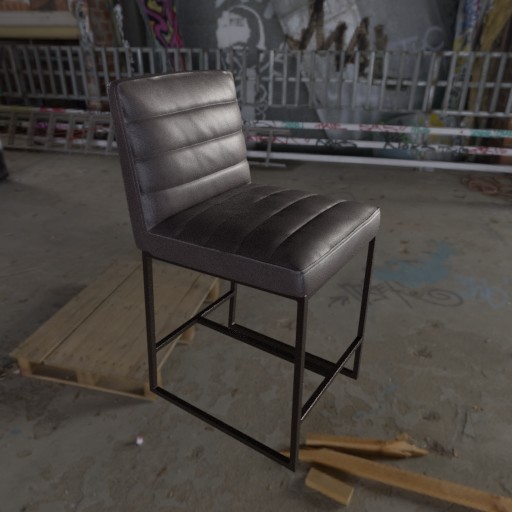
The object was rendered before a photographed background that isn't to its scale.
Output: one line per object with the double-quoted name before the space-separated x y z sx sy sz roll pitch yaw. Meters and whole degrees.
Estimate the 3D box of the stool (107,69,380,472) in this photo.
"stool" 0.000 0.000 1.252 0.562 0.946 0.463 17 31 30
